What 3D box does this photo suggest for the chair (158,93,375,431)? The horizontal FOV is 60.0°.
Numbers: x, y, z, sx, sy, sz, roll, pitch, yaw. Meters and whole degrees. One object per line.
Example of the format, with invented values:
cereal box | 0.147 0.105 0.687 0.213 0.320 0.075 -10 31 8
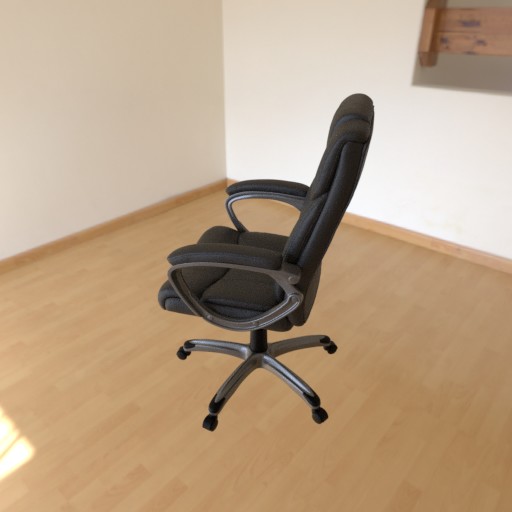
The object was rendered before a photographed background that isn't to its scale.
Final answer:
chair | 0.000 0.000 1.628 0.719 1.130 0.721 8 30 13
